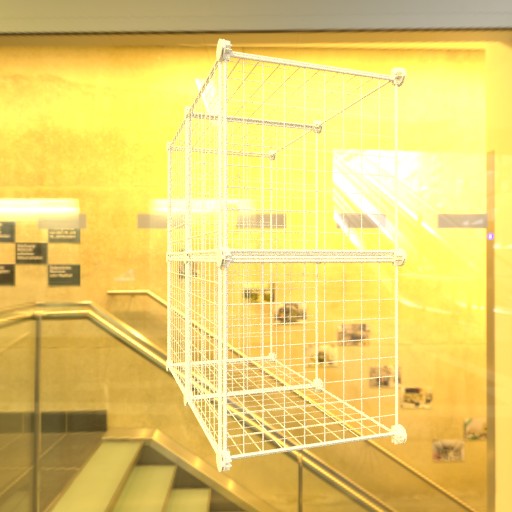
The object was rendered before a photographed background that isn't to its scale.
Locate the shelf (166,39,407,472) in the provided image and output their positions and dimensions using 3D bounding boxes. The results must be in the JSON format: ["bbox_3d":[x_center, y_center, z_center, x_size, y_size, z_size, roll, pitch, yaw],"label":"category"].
[{"bbox_3d":[0.000,0.000,1.108,0.356,0.711,0.711,0,0,-18],"label":"shelf"}]
